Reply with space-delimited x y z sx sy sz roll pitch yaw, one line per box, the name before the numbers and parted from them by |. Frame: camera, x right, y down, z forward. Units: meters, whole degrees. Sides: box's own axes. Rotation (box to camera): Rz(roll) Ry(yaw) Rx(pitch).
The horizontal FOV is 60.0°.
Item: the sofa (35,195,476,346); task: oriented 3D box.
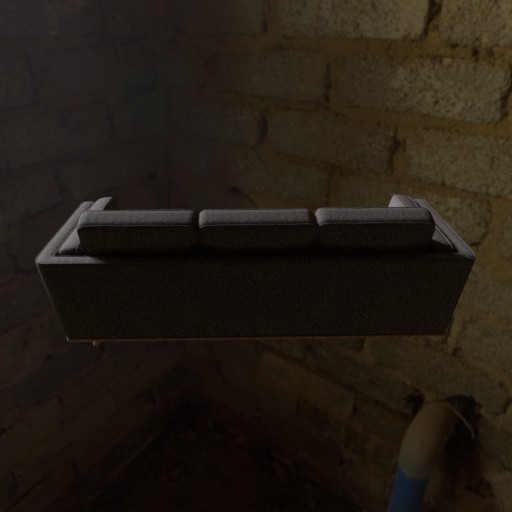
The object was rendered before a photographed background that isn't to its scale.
sofa | 0.000 0.000 2.810 2.362 0.899 0.903 -1 29 -1
